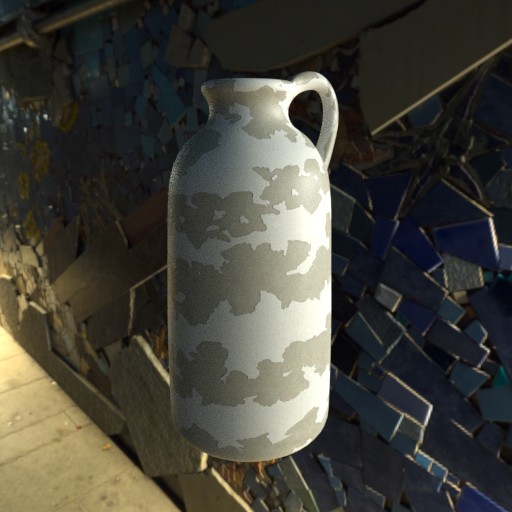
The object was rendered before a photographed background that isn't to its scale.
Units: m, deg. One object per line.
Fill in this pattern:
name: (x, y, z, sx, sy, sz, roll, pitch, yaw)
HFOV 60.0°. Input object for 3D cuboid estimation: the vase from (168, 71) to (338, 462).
vase: (0.000, 0.000, 0.485, 0.203, 0.382, 0.186, -8, 18, -27)
